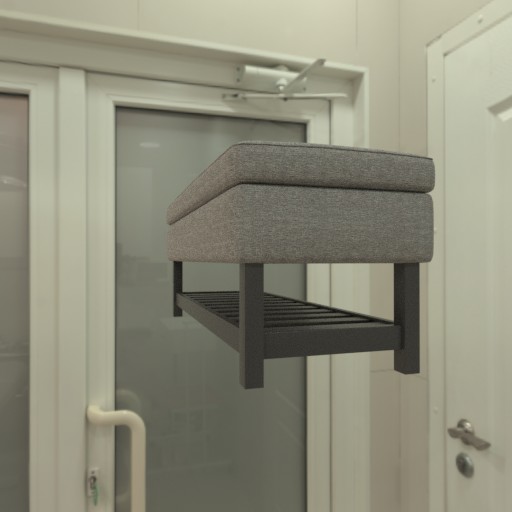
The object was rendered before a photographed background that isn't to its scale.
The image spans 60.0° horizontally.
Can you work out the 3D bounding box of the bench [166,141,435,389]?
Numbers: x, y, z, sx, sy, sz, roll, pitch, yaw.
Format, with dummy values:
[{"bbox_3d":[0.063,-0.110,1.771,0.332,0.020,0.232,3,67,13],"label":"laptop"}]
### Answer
[{"bbox_3d":[0.000,0.000,1.323,0.429,0.470,1.100,0,0,-17],"label":"bench"}]
